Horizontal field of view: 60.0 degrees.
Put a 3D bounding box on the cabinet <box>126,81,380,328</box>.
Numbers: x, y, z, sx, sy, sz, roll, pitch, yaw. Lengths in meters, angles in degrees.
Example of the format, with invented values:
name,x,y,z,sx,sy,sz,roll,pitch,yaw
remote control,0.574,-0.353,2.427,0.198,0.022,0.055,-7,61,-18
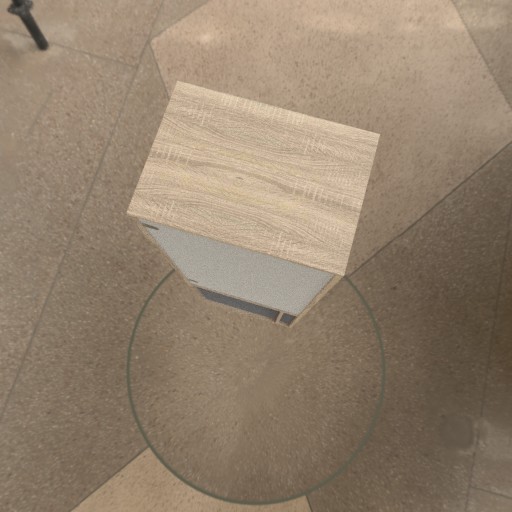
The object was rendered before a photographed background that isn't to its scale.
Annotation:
name,x,y,z,sx,sy,sz,roll,pitch,yaw
cabinet,0.000,0.000,2.053,0.570,1.850,0.400,16,77,4
